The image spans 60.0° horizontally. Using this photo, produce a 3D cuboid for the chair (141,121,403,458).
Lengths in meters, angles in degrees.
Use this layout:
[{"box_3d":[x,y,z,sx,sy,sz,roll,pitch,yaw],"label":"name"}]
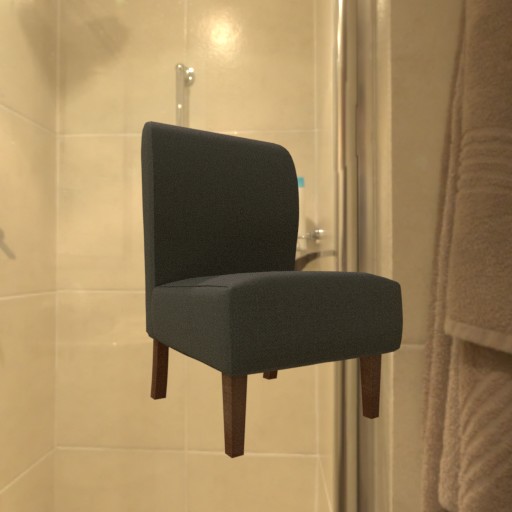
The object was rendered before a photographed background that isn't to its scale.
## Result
[{"box_3d":[0.000,0.000,1.195,0.513,0.804,0.592,1,-1,-34],"label":"chair"}]
